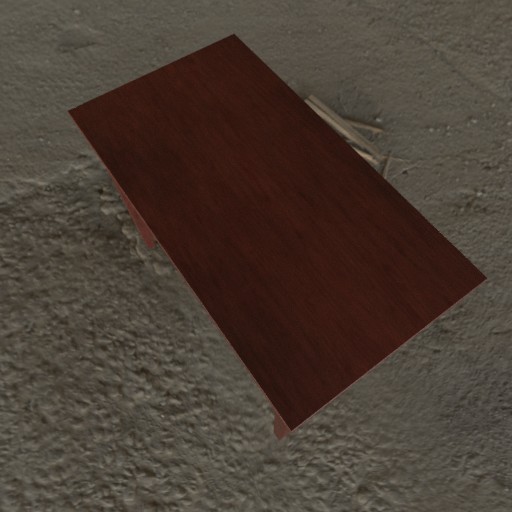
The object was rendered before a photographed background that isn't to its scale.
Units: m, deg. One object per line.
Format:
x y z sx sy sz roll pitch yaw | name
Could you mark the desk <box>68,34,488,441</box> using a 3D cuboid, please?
0.000 0.000 1.431 0.549 0.762 1.001 -32 67 -15 | desk
